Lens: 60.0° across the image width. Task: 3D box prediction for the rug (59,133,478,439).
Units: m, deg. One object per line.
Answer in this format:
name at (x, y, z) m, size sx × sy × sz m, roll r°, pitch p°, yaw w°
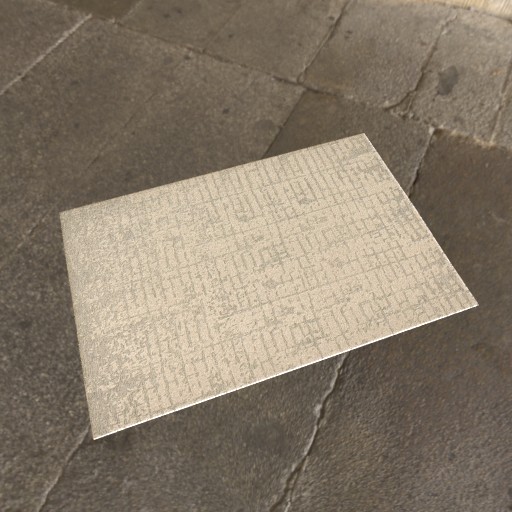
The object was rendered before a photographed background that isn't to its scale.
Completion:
rug at (0.000, 0.000, 2.252) m, size 1.827 × 0.007 × 1.211 m, roll -17°, pitch 61°, yaw -10°
